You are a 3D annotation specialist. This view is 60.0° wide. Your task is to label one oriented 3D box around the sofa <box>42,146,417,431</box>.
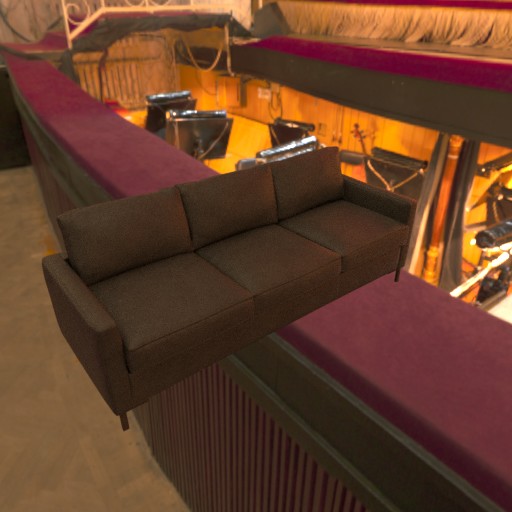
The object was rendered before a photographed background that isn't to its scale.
[{"bbox_3d":[0.000,0.000,2.452,2.029,0.805,0.748,-21,36,-33],"label":"sofa"}]
